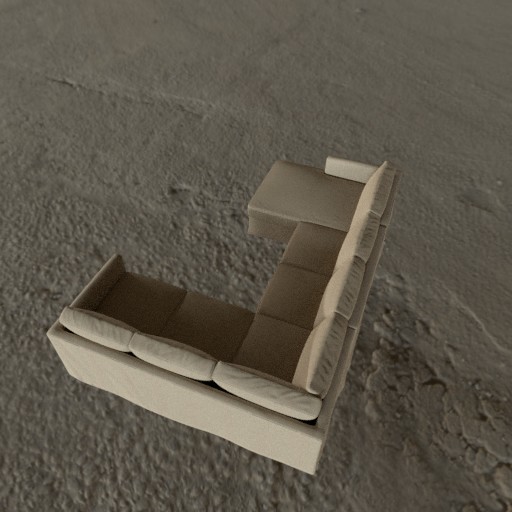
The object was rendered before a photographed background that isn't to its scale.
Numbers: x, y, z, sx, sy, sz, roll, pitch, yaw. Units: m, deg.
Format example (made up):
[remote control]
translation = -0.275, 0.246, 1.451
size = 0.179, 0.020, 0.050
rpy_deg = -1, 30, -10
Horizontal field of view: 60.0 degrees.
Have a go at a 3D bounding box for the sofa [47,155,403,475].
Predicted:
[sofa]
translation = 0.000, 0.000, 4.695
size = 2.476, 0.878, 3.528
rpy_deg = 16, 49, 15
